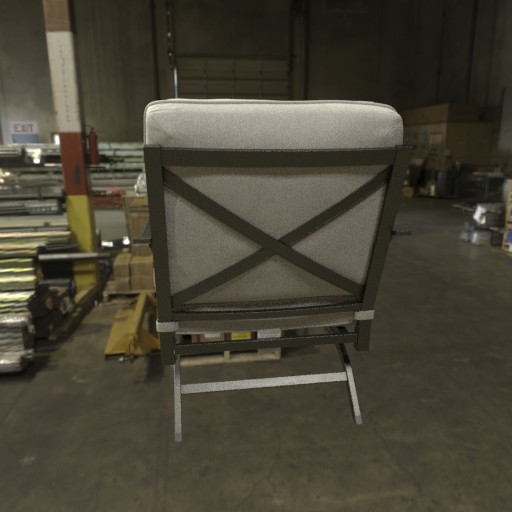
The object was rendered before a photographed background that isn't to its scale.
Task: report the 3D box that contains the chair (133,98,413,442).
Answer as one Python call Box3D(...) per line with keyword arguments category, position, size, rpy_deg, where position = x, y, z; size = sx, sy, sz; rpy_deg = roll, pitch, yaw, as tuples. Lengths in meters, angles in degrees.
Box3D(category="chair", position=(0.000, 0.000, 1.371), size=(0.650, 0.860, 0.787), rpy_deg=(-2, 14, -9))
